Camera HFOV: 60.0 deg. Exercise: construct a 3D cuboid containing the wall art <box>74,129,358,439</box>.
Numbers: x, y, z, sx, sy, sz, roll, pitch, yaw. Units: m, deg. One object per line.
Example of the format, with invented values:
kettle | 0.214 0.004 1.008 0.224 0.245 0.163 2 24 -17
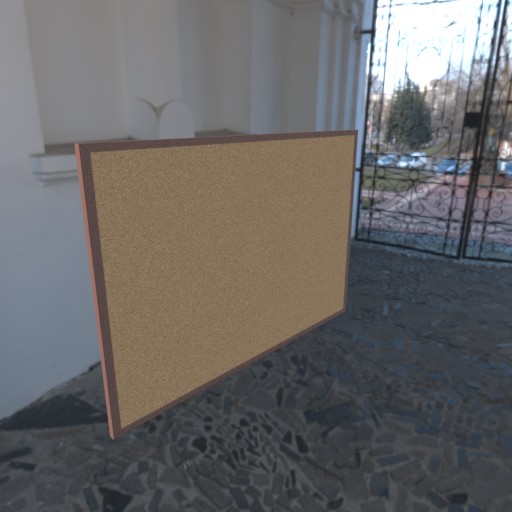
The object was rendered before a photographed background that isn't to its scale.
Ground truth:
wall art | 0.000 0.000 0.861 0.014 0.455 0.660 17 24 41
